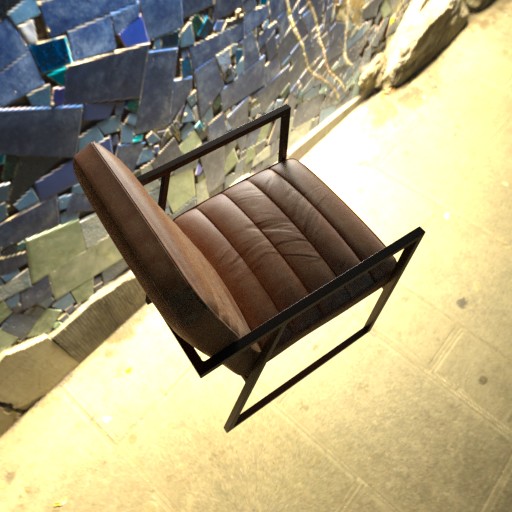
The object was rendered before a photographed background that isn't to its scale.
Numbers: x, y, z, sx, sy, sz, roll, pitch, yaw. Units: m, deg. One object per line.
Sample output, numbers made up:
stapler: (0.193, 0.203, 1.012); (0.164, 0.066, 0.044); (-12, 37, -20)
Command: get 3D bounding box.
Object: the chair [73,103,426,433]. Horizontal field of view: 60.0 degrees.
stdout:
chair: (0.000, 0.000, 1.276); (0.677, 0.832, 0.571); (-30, 63, -17)
